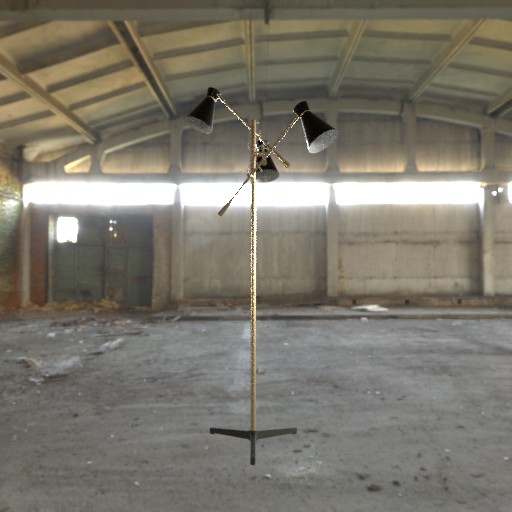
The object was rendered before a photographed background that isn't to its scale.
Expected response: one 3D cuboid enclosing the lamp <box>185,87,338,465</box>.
[{"bbox_3d":[0.000,0.000,2.241,0.750,1.804,0.653,0,-2,0],"label":"lamp"}]
